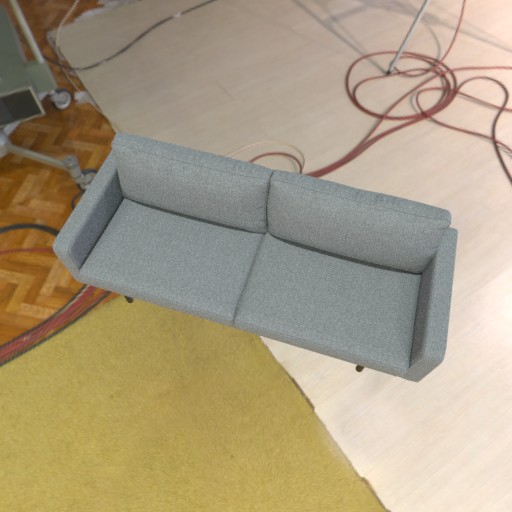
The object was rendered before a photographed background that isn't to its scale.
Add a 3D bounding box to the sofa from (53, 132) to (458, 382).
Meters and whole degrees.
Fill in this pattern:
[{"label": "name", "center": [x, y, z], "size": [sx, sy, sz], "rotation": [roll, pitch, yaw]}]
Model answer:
[{"label": "sofa", "center": [0.000, 0.000, 2.690], "size": [2.200, 0.880, 0.880], "rotation": [15, 61, 9]}]
